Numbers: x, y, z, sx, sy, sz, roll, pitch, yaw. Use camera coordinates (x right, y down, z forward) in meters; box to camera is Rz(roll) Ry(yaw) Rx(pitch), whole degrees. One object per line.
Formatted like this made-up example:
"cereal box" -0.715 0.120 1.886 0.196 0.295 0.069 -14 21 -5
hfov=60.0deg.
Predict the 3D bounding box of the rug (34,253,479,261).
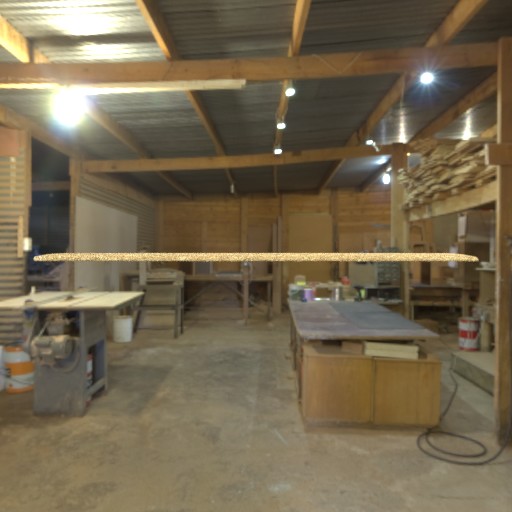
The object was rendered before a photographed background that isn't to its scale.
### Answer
"rug" 0.000 0.000 3.854 2.873 0.050 2.242 0 0 1
